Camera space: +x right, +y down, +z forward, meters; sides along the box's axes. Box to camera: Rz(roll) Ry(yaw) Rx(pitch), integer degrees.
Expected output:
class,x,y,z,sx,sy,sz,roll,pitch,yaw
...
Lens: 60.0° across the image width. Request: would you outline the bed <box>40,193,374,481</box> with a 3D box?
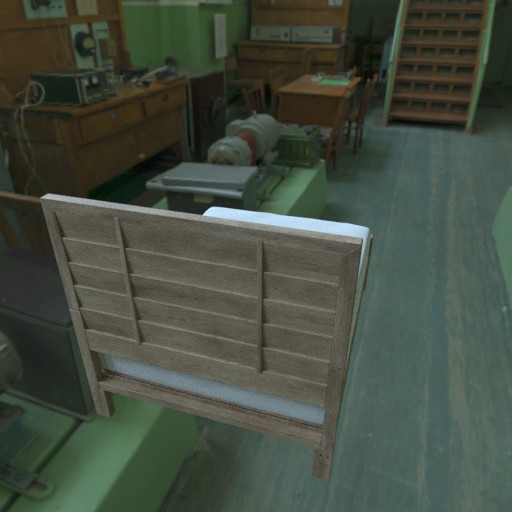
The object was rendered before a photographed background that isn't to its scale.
class,x,y,z,sx,sy,sz,roll,pitch,yaw
bed,0.000,0.000,3.366,1.626,1.626,2.197,9,32,15
